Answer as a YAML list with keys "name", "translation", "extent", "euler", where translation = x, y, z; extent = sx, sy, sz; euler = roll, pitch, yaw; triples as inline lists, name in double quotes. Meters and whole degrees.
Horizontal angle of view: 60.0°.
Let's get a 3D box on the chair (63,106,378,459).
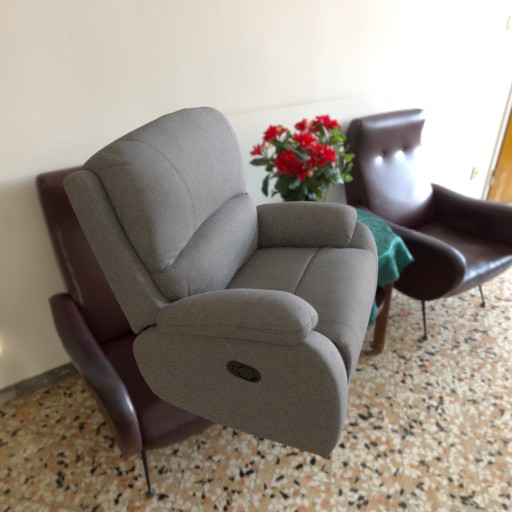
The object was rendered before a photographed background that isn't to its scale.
- name: "chair"
  translation: [0.000, 0.000, 1.698]
  extent: [0.899, 1.011, 0.930]
  euler: [10, 31, 18]
